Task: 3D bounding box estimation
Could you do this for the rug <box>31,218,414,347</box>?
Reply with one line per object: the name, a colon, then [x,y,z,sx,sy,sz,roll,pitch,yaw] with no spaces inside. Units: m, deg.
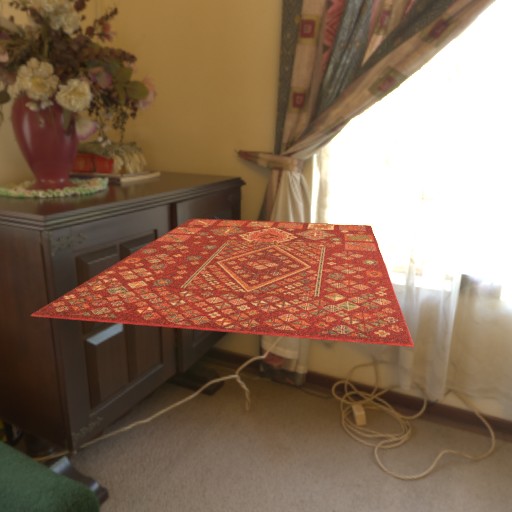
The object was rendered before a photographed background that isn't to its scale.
rug: [0.000,0.000,4.244,2.389,0.011,3.306,3,16,10]
